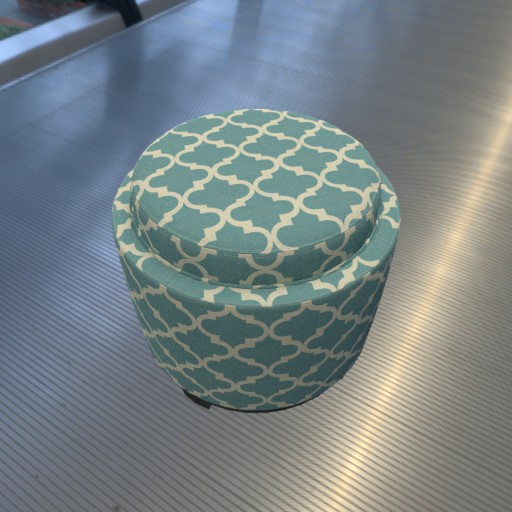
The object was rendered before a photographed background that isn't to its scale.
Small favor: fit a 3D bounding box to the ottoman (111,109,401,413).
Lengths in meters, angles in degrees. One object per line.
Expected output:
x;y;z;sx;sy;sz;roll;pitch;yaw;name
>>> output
0.000;0.000;0.840;0.480;0.429;0.480;0;46;0;ottoman
